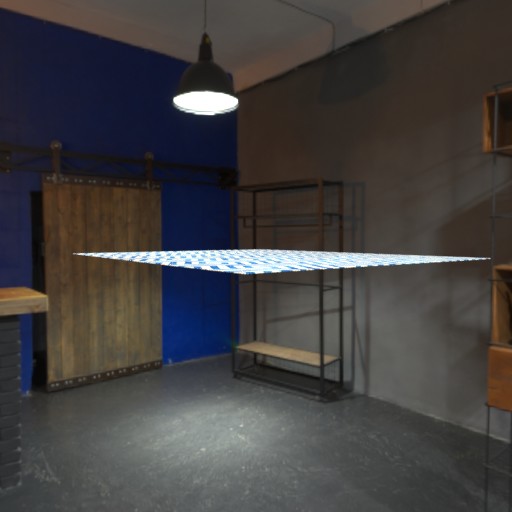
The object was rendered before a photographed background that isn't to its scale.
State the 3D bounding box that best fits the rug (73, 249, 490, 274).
[{"bbox_3d":[0.000,0.000,4.077,2.453,0.008,3.059,-2,3,-37],"label":"rug"}]
